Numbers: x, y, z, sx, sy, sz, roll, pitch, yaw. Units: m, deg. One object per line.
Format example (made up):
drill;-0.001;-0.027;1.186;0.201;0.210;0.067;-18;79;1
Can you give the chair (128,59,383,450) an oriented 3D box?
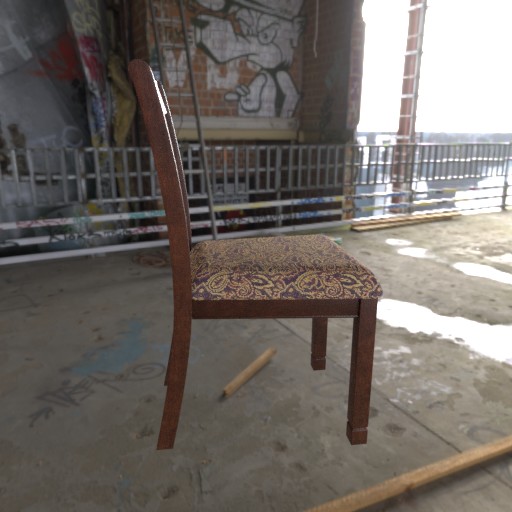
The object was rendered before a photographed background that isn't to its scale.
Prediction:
chair;0.000;0.000;1.256;0.584;0.965;0.457;-2;16;-7
